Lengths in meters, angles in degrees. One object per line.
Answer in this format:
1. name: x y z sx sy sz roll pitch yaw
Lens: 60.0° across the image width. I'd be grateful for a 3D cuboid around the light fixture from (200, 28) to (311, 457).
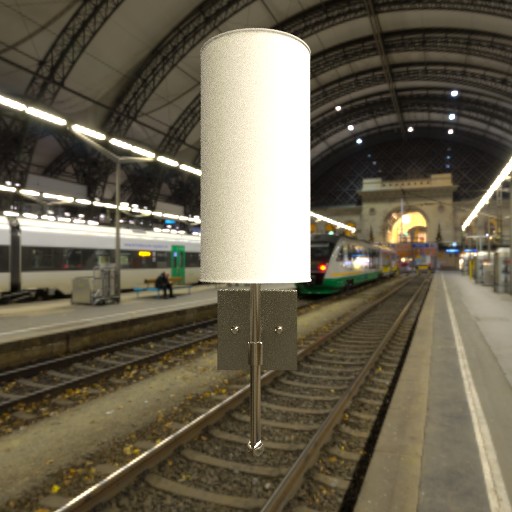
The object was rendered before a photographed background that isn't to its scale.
1. light fixture: 0.000 0.000 0.553 0.128 0.462 0.208 0 -1 1
